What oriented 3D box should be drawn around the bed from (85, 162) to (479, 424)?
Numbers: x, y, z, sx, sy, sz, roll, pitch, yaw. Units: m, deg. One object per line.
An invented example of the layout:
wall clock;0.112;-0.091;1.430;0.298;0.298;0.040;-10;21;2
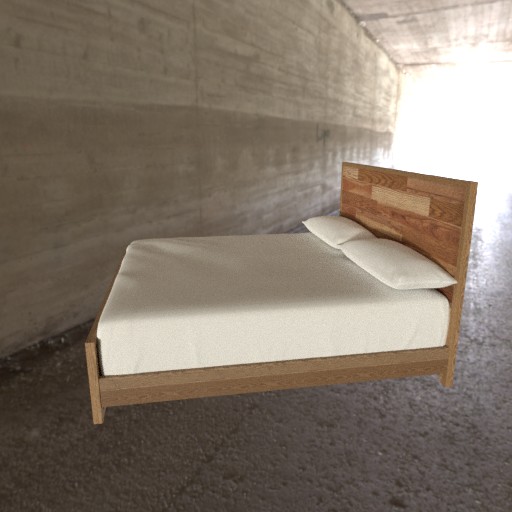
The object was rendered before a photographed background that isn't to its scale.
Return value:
bed;0.000;0.000;3.428;2.184;1.295;2.013;-3;15;-10
